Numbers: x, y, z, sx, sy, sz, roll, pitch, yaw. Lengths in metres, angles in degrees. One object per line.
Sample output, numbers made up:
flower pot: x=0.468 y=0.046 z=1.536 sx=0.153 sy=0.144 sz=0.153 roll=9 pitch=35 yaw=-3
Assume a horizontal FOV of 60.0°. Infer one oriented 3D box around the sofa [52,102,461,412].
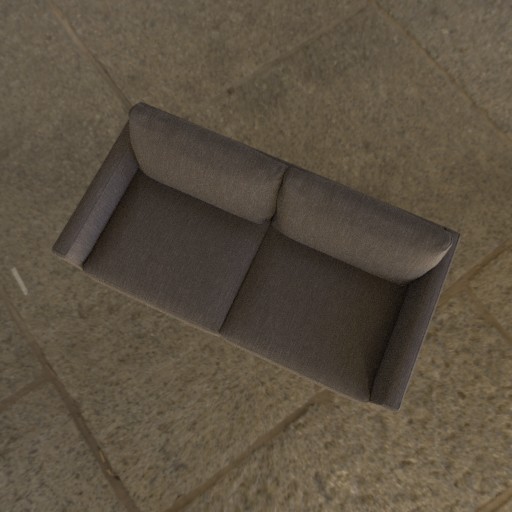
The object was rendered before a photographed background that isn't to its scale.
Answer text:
sofa: x=0.000 y=0.000 z=2.181 sx=1.682 sy=0.840 sz=0.875 roll=24 pitch=77 yaw=6
